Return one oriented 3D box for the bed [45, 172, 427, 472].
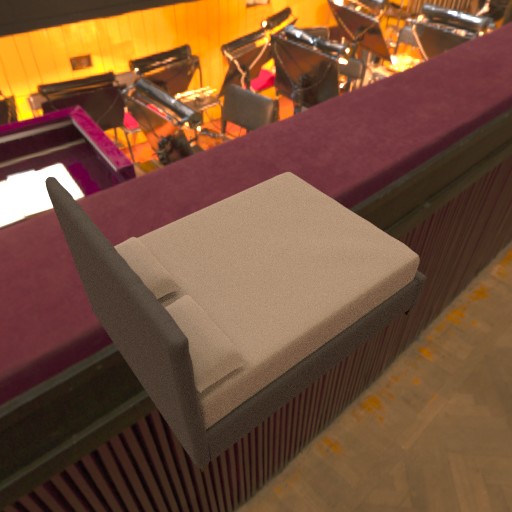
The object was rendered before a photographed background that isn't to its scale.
[{"bbox_3d":[0.000,0.000,3.377,2.231,1.427,1.698,-28,50,-27],"label":"bed"}]
